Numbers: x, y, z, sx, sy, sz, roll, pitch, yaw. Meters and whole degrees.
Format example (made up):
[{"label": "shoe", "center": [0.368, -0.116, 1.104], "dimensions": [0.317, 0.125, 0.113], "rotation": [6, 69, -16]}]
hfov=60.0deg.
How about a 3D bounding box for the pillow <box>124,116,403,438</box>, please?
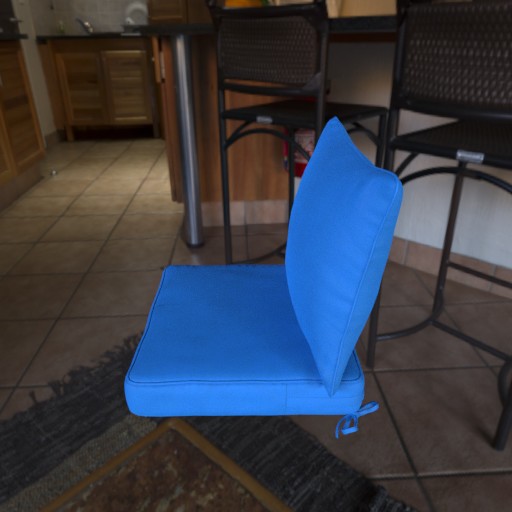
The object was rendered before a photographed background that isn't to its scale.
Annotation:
[{"label": "pillow", "center": [0.000, 0.000, 1.383], "dimensions": [0.733, 0.725, 0.798], "rotation": [0, 27, -1]}]
